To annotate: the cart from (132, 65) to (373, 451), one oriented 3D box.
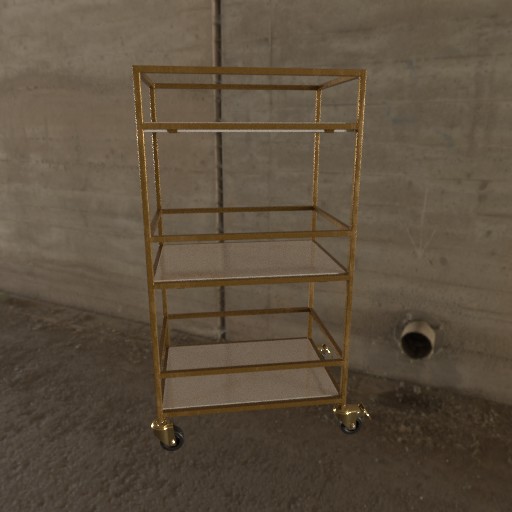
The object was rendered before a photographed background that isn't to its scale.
[{"bbox_3d":[0.000,0.000,1.013,0.483,0.761,0.332,-2,16,-7],"label":"cart"}]
